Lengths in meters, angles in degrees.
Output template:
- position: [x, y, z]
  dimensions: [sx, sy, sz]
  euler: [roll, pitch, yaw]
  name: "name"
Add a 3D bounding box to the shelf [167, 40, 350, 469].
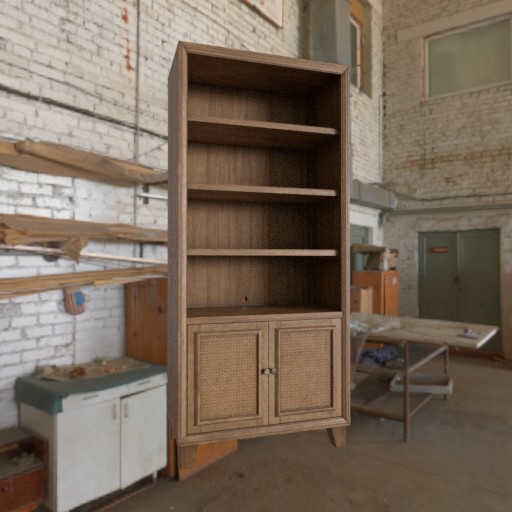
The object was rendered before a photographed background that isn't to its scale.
- position: [0.000, 0.000, 2.313]
  dimensions: [0.864, 1.930, 0.453]
  euler: [0, -1, -18]
  name: "shelf"
